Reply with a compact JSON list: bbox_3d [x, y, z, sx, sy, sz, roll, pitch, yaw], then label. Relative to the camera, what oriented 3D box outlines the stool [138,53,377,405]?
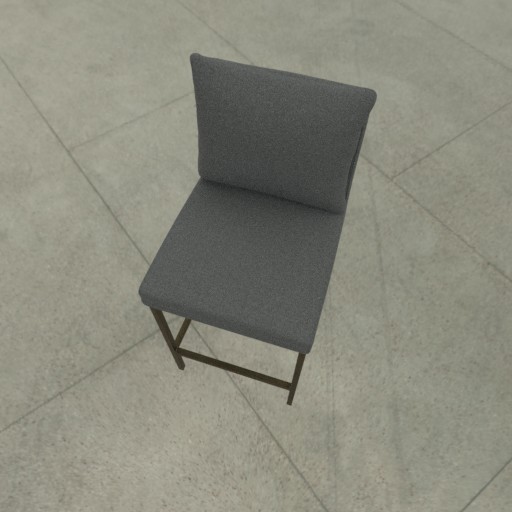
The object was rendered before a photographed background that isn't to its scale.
[{"bbox_3d":[0.000,0.000,1.345,0.463,1.030,0.569,15,60,9],"label":"stool"}]
